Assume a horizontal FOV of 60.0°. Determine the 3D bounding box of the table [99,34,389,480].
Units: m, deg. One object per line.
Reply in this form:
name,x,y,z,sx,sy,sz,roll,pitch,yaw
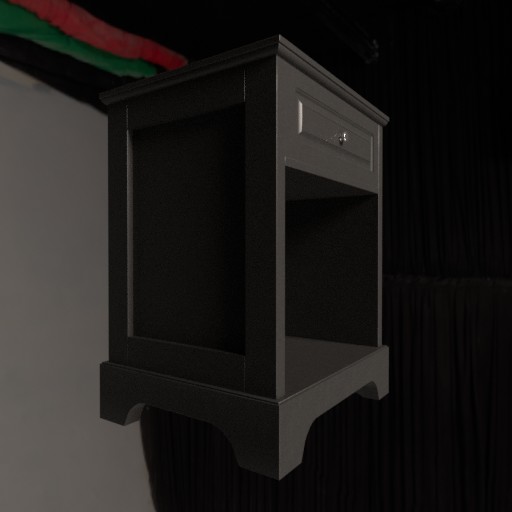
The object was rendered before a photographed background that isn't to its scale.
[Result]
table,0.000,0.000,0.908,0.399,0.610,0.460,0,1,35
